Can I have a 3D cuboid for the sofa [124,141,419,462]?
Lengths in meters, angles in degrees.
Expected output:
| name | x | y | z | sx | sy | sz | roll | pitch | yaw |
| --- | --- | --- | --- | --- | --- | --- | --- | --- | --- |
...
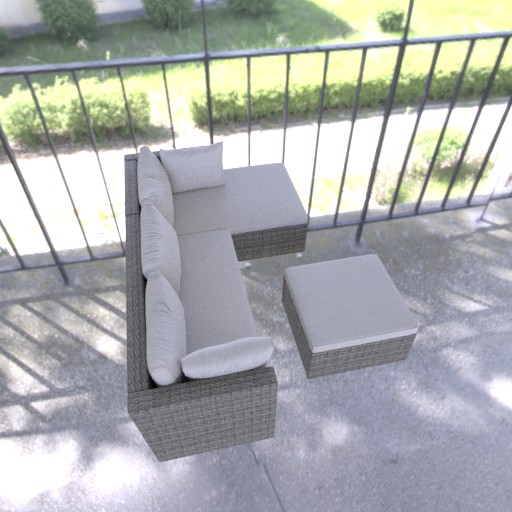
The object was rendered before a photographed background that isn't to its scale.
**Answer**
| name | x | y | z | sx | sy | sz | roll | pitch | yaw |
| --- | --- | --- | --- | --- | --- | --- | --- | --- | --- |
| sofa | 0.000 | 0.000 | 3.040 | 1.662 | 0.766 | 2.192 | -9 | 46 | -9 |
